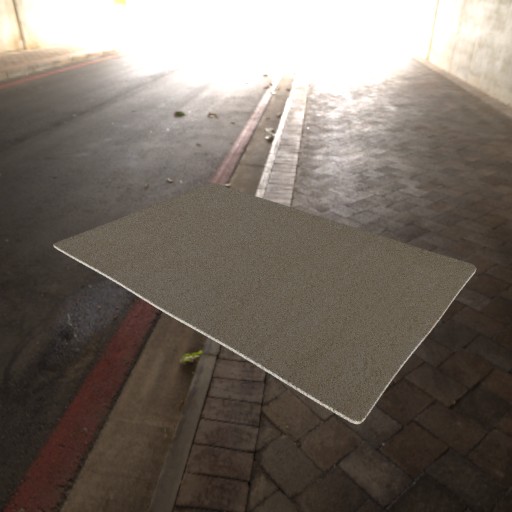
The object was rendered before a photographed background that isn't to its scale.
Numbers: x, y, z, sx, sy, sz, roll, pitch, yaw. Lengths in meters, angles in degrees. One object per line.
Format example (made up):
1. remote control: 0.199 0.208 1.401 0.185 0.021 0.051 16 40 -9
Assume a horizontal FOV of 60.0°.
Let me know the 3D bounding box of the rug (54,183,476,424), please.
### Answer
1. rug: 0.000 0.000 3.353 2.698 0.025 1.798 22 37 34
